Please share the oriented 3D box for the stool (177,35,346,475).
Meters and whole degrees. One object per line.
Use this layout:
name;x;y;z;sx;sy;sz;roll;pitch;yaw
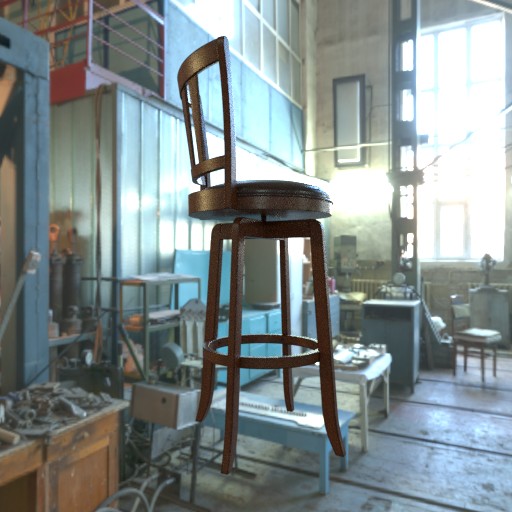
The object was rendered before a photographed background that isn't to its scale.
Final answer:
stool;0.000;0.000;1.440;0.503;1.177;0.464;0;0;-17
